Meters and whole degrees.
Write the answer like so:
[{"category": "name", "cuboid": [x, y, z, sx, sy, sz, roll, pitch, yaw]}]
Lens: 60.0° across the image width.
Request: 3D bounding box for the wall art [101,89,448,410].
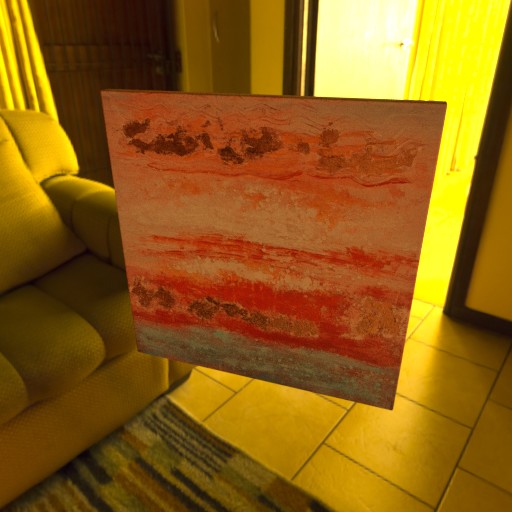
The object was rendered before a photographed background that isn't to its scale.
[{"category": "wall art", "cuboid": [0.000, 0.000, 1.088, 0.747, 0.747, 0.035, 8, 27, 17]}]
